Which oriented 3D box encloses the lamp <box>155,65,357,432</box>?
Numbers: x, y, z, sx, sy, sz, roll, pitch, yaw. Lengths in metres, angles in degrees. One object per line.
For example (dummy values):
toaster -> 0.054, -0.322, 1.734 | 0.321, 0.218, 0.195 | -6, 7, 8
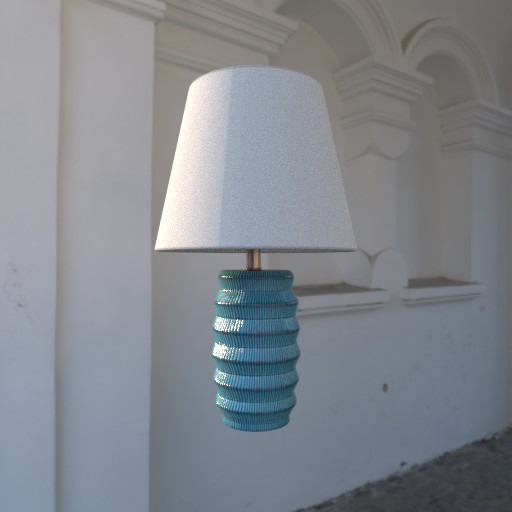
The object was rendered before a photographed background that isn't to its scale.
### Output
lamp -> 0.000, 0.000, 0.794 | 0.355, 0.582, 0.355 | 0, 0, 0
